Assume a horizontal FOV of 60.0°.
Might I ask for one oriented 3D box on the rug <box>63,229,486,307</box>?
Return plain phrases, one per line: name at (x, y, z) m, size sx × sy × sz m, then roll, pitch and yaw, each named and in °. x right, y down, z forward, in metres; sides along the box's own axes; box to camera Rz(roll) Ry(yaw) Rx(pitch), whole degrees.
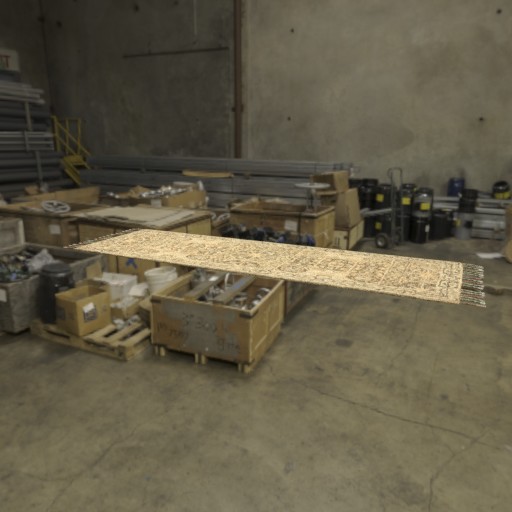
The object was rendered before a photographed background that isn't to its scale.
rug at (0.000, 0.000, 2.884) m, size 2.664 × 0.011 × 0.762 m, roll 7°, pitch 16°, yaw 25°
